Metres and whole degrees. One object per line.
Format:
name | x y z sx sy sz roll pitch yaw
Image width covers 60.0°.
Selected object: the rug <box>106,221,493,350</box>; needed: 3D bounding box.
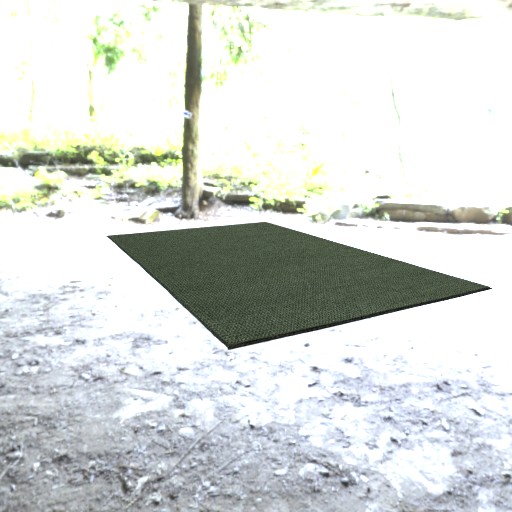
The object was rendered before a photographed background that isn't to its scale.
rug | 0.000 0.000 3.022 1.538 0.021 2.443 -7 15 -27
